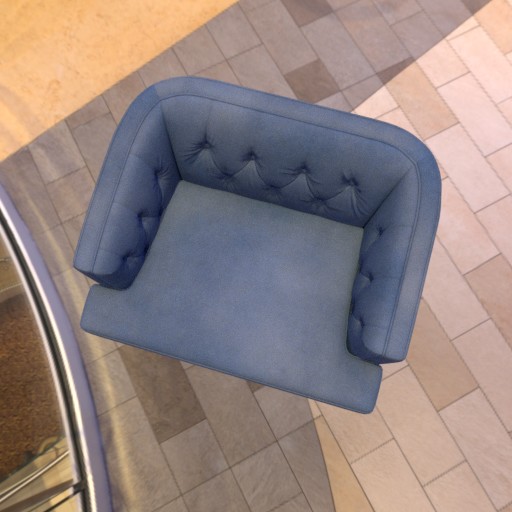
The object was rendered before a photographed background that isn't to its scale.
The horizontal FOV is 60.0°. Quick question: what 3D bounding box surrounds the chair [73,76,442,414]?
[{"bbox_3d":[0.000,0.000,1.728,1.118,0.787,0.914,15,75,4],"label":"chair"}]
